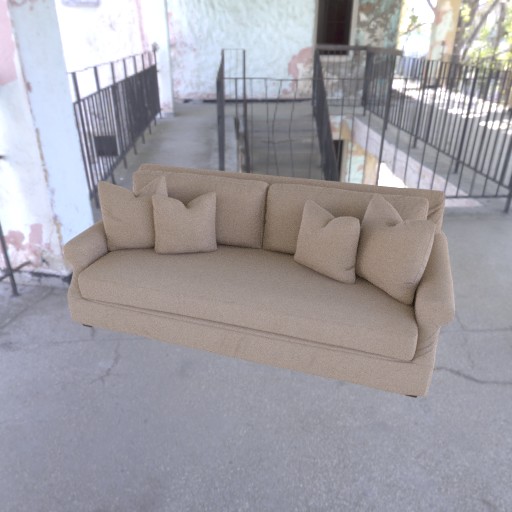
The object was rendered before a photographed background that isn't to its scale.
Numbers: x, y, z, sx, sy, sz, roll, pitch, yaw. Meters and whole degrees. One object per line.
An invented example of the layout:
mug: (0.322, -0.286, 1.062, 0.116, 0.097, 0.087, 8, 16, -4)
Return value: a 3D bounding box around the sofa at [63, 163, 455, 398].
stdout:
sofa: (0.000, 0.000, 2.804, 2.285, 0.904, 1.067, 8, 28, 16)
